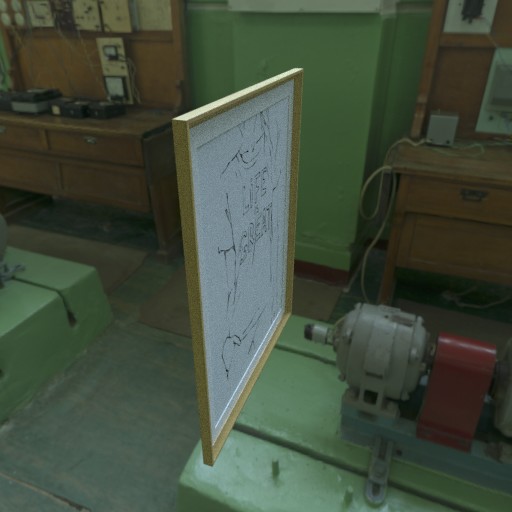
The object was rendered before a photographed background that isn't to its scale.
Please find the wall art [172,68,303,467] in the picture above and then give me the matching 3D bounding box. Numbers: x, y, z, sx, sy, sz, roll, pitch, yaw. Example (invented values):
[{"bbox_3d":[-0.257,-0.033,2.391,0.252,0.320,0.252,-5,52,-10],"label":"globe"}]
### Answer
[{"bbox_3d":[0.000,0.000,1.388,0.030,1.002,0.798,11,31,18],"label":"wall art"}]
